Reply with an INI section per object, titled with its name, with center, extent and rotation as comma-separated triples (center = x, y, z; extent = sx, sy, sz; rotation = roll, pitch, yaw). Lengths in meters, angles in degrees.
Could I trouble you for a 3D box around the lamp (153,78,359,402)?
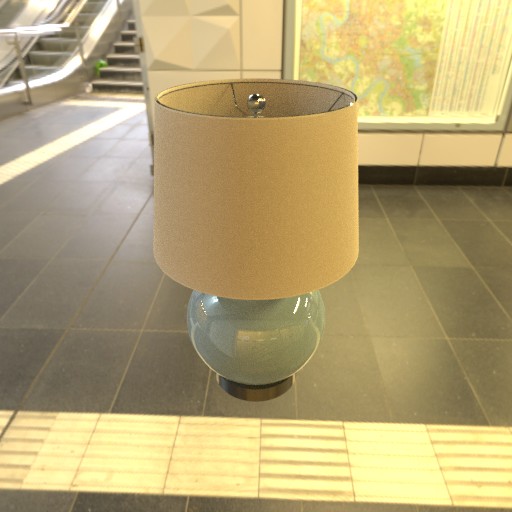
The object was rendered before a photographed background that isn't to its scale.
[lamp]
center = 0.000, 0.000, 0.554
extent = 0.247, 0.387, 0.247
rotation = 0, 30, 0
